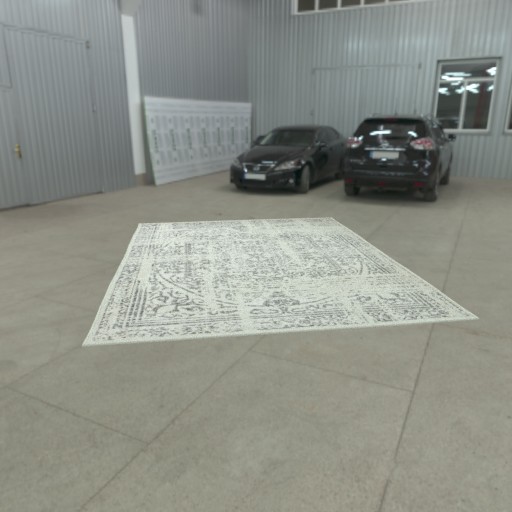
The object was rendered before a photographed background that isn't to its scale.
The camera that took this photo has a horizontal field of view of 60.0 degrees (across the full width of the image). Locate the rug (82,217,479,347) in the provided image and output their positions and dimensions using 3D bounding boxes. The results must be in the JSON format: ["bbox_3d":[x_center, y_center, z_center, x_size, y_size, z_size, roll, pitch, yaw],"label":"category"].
[{"bbox_3d":[0.000,0.000,3.887,2.311,0.032,2.921,-2,17,-8],"label":"rug"}]
